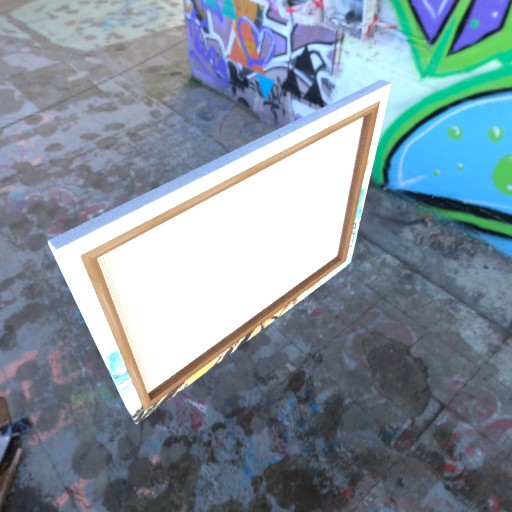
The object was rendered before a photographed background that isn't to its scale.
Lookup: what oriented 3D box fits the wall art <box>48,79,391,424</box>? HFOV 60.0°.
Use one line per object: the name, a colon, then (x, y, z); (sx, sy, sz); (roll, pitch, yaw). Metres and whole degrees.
wall art: (0.000, 0.000, 1.327); (1.016, 0.762, 0.038); (-33, 54, -27)
